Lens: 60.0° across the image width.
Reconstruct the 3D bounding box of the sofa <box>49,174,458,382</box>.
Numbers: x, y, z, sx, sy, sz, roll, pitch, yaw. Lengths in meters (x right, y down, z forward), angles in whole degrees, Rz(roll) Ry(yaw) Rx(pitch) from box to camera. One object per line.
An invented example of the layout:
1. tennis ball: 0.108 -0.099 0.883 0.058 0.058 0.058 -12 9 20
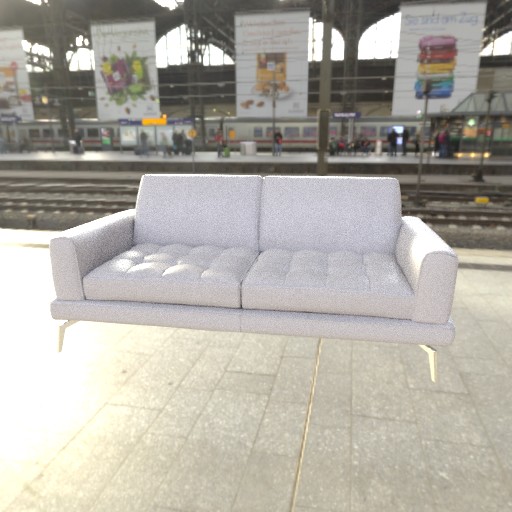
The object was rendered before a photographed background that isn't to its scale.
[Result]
1. sofa: 0.000 0.000 2.743 2.177 0.930 1.121 2 15 9
